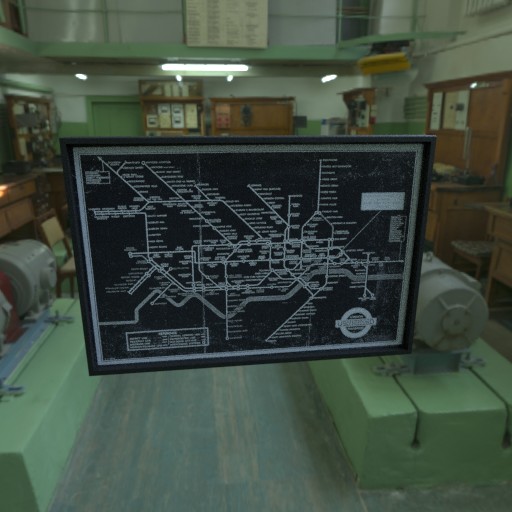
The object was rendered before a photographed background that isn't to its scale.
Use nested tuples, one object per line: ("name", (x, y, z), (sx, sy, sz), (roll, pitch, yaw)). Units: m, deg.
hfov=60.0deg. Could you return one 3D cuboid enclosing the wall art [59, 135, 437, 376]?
("wall art", (0.000, 0.000, 0.872), (0.671, 0.456, 0.051), (-2, 17, -7))
